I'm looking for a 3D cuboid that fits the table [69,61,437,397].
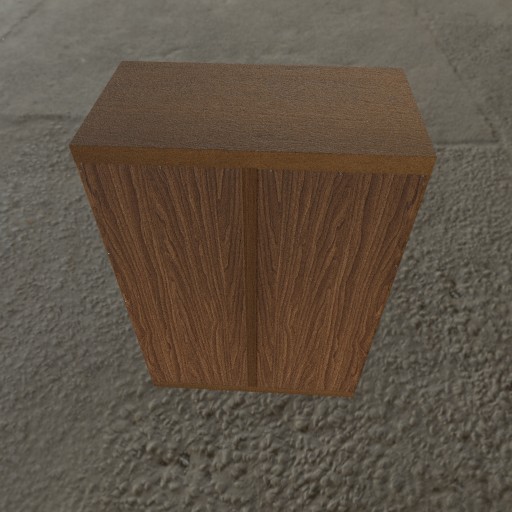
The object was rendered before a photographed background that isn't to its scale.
[{"bbox_3d":[0.000,0.000,1.729,0.901,1.294,0.524,2,47,2],"label":"table"}]
